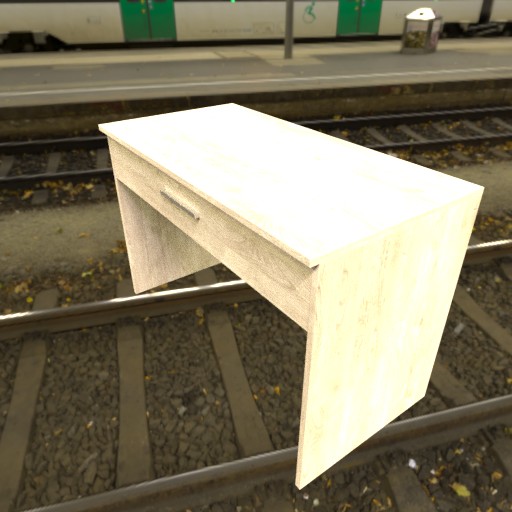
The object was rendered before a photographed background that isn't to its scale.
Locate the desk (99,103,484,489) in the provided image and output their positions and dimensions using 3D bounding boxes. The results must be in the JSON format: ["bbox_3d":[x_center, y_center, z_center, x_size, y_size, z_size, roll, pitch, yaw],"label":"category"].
[{"bbox_3d":[0.000,0.000,1.495,0.560,0.730,1.100,-21,37,-30],"label":"desk"}]
